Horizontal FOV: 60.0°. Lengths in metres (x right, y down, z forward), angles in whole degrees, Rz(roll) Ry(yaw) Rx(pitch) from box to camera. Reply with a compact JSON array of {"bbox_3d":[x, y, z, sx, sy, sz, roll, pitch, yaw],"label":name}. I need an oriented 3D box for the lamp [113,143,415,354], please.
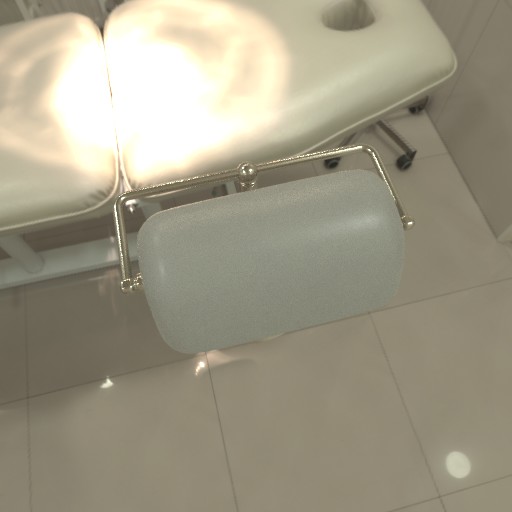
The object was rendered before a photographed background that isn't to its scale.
[{"bbox_3d":[0.000,0.000,0.517,0.264,0.339,0.243,-13,65,-6],"label":"lamp"}]
